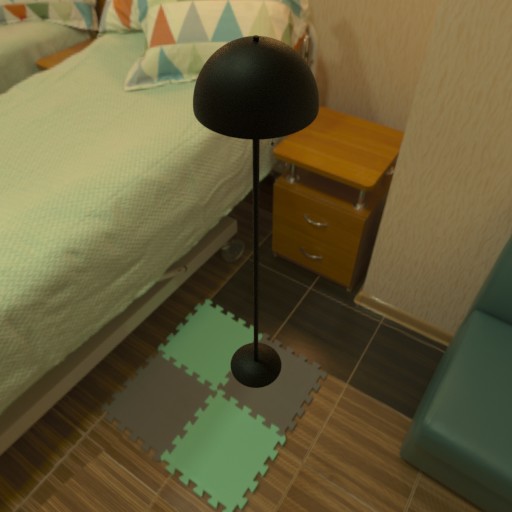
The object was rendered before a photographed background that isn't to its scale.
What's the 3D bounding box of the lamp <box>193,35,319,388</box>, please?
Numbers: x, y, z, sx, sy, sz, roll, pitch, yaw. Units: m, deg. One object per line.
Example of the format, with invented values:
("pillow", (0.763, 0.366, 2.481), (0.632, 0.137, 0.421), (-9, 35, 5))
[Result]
("lamp", (0.000, 0.000, 1.569), (0.328, 1.480, 0.328), (3, 46, 3))
